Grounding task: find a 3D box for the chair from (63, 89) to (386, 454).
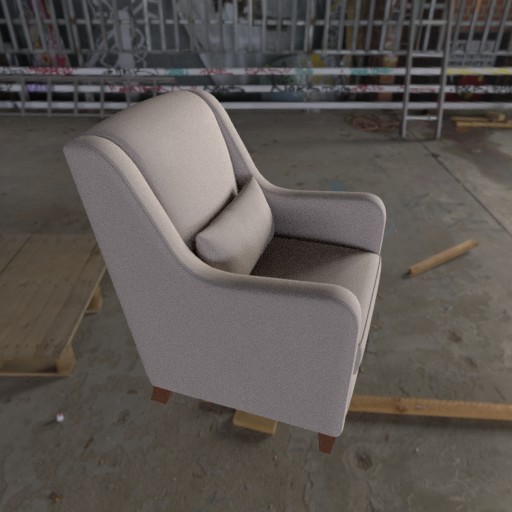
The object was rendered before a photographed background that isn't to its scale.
[{"bbox_3d":[0.000,0.000,1.589,0.863,1.010,0.715,11,34,16],"label":"chair"}]
